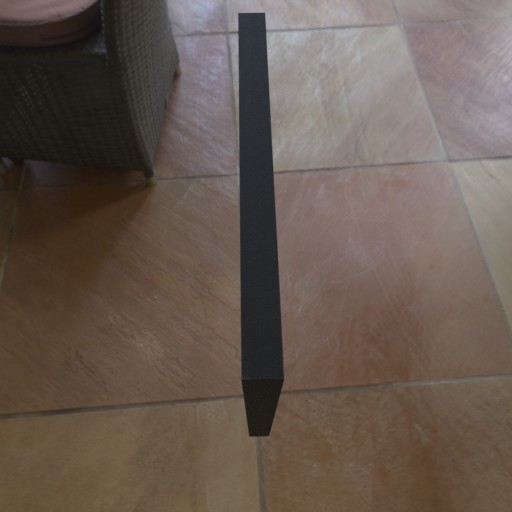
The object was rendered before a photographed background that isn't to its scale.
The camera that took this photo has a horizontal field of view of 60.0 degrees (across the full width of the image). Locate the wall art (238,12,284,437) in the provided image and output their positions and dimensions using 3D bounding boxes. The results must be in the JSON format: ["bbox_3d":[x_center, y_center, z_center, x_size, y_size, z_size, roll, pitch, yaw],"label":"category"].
[{"bbox_3d":[0.000,0.000,0.732,0.038,0.508,0.508,-1,63,-1],"label":"wall art"}]
